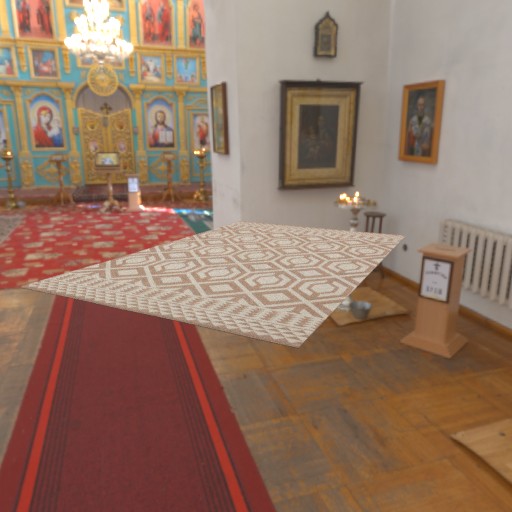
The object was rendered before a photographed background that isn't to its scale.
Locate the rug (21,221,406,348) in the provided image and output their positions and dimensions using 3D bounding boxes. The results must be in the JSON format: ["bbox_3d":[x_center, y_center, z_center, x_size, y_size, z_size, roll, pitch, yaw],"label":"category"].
[{"bbox_3d":[0.000,0.000,2.329,1.219,0.008,1.829,7,16,26],"label":"rug"}]
